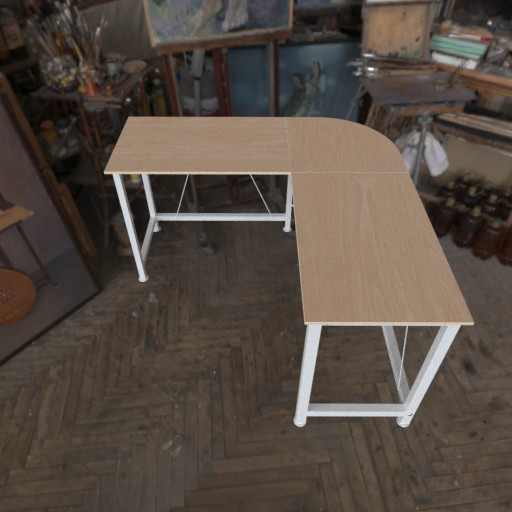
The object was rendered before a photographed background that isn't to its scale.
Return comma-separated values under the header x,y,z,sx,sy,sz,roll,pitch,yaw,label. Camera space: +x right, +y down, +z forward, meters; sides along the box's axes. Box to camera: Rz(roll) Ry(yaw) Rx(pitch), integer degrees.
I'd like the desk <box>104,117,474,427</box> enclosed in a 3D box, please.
x,y,z,sx,sy,sz,roll,pitch,yaw,label
0.000,0.000,2.185,1.400,0.762,1.400,0,44,0,desk
